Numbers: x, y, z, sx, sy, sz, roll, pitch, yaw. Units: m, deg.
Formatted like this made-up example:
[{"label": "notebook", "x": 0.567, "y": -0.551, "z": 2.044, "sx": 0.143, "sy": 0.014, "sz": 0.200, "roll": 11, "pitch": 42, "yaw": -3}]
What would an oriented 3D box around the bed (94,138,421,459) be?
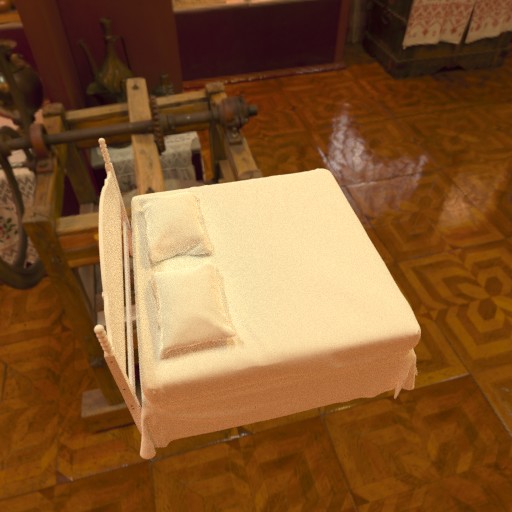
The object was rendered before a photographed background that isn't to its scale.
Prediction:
[{"label": "bed", "x": 0.000, "y": 0.000, "z": 3.614, "sx": 2.219, "sy": 1.355, "sz": 2.322, "roll": -10, "pitch": 47, "yaw": -9}]
